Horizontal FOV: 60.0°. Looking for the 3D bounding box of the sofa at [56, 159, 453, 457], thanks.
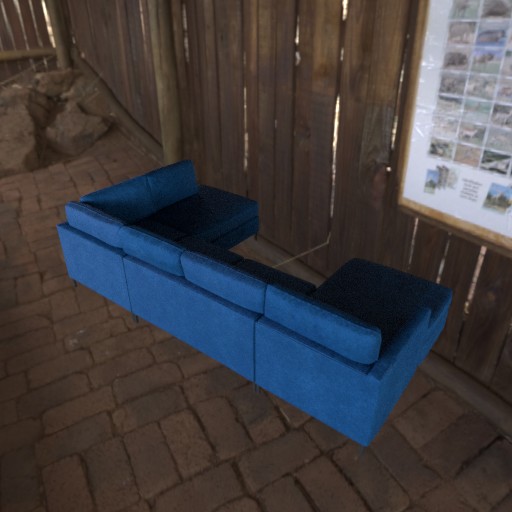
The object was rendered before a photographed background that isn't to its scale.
[{"bbox_3d":[0.000,0.000,4.281,3.434,0.992,2.055,21,36,32],"label":"sofa"}]
